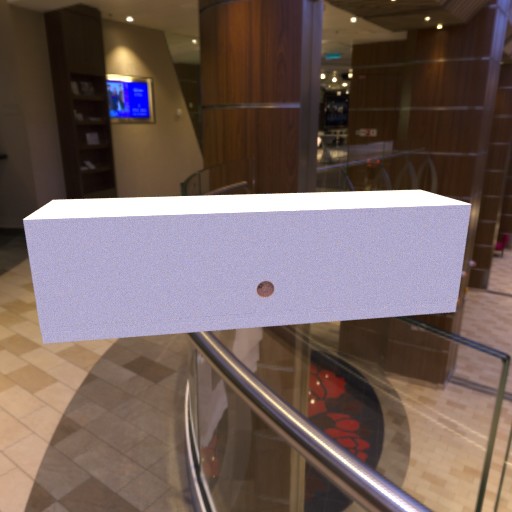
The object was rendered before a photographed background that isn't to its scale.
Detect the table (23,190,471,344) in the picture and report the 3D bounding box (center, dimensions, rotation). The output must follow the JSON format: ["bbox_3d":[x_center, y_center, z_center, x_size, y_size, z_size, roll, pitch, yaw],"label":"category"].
[{"bbox_3d":[0.000,0.000,1.767,1.550,0.440,0.400,-3,17,-9],"label":"table"}]
